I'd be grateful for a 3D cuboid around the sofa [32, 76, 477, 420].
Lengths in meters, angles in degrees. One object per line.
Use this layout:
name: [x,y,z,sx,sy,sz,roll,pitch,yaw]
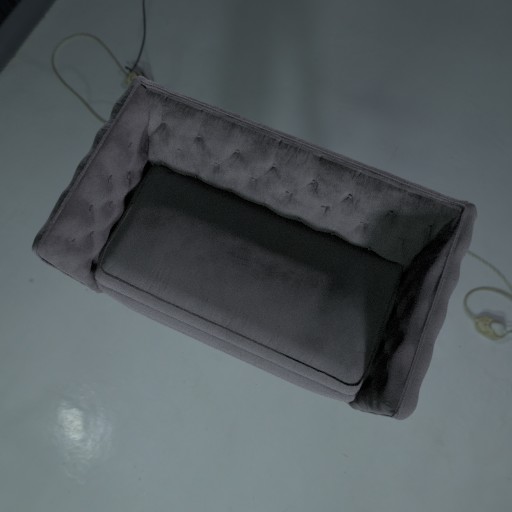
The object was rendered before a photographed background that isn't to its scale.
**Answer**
sofa: [0.000,0.000,2.080,1.583,0.810,0.909,23,75,6]
